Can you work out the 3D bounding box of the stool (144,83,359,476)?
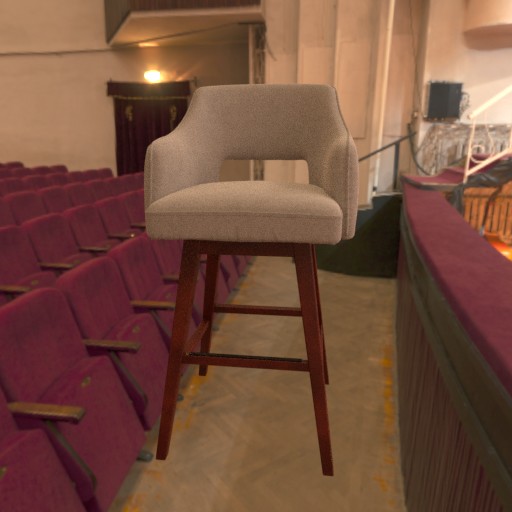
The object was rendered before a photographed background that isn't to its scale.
[{"bbox_3d":[0.000,0.000,1.301,0.548,1.012,0.558,2,14,7],"label":"stool"}]
